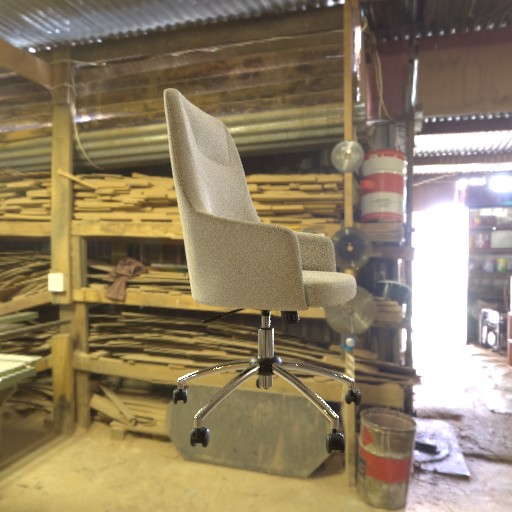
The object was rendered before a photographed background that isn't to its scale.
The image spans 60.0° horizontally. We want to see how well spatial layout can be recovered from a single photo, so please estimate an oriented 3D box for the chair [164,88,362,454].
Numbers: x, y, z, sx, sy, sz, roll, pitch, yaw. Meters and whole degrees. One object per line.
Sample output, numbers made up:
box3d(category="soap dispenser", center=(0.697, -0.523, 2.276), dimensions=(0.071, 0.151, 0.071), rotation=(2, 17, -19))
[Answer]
box3d(category="chair", center=(0.000, 0.000, 1.464), dimensions=(0.640, 1.049, 0.620), rotation=(0, 0, 19))
